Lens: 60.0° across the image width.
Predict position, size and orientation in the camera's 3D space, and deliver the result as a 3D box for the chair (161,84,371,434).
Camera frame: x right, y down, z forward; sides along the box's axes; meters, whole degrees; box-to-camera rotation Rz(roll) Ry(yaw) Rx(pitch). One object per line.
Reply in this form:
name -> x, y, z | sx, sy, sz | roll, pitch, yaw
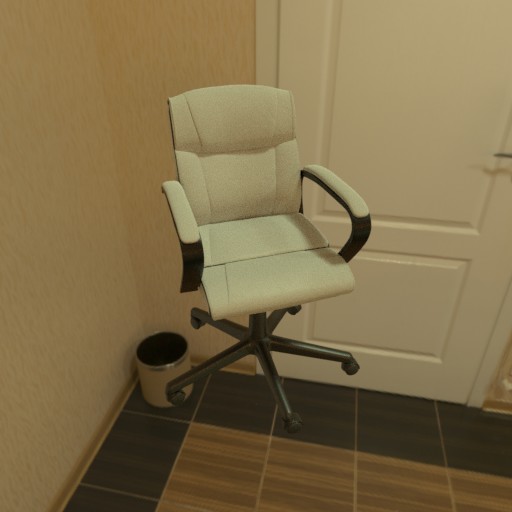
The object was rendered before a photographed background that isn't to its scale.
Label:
chair -> 0.000, 0.000, 1.523 | 0.739, 1.004, 0.717 | -9, 32, -15
